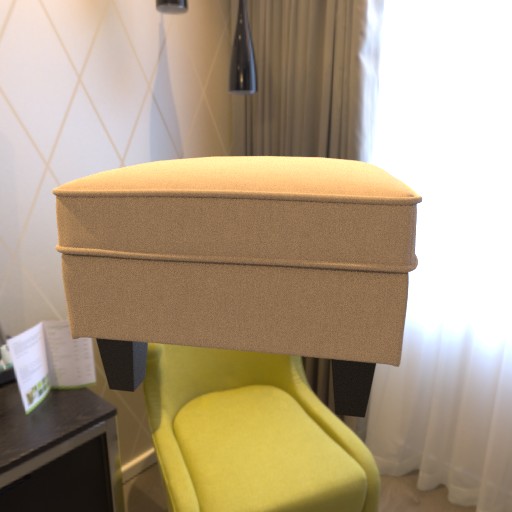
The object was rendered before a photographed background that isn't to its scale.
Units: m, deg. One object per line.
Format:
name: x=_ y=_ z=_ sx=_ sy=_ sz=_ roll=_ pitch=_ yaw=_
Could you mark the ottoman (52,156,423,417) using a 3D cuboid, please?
ottoman: x=0.000 y=0.000 z=1.011 sx=0.616 sy=0.438 sz=0.613 roll=3 pitch=15 yaw=10
